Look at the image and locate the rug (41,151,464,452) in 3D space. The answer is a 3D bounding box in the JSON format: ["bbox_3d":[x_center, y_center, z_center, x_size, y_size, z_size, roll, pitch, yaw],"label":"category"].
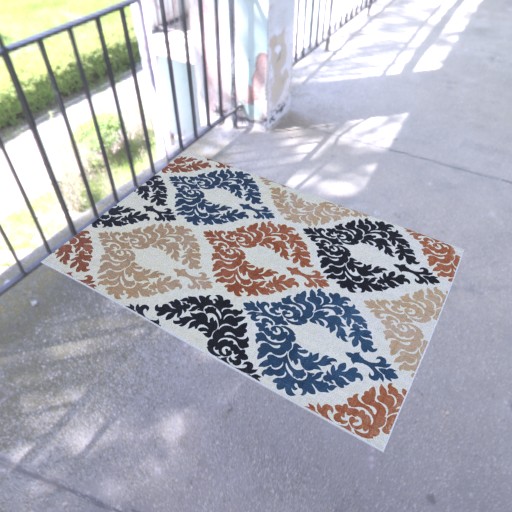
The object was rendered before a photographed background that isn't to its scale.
[{"bbox_3d":[0.000,0.000,2.846,2.275,0.014,1.514,23,50,21],"label":"rug"}]
